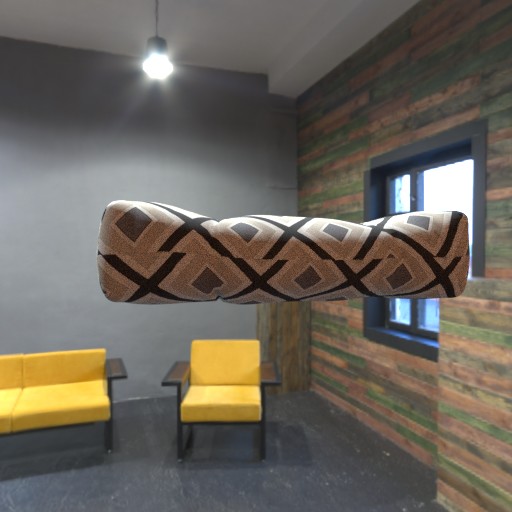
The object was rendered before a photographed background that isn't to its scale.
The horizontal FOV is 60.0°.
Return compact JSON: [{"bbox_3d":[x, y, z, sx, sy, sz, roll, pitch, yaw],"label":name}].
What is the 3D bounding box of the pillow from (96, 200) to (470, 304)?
[{"bbox_3d":[0.000,0.000,0.736,0.490,0.128,0.468,0,0,-18],"label":"pillow"}]
